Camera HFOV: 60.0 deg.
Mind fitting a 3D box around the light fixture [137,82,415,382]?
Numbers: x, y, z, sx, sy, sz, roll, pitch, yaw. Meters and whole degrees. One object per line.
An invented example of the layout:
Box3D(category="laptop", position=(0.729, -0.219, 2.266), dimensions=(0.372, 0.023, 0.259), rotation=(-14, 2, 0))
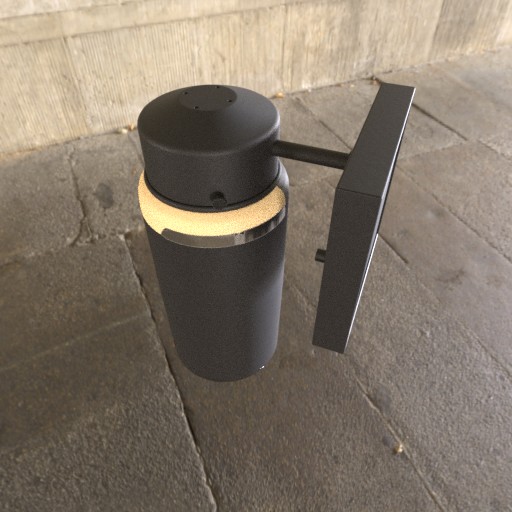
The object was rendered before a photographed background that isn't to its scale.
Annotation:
Box3D(category="light fixture", position=(0.000, 0.000, 0.360), dimensions=(0.176, 0.257, 0.130), rotation=(15, 46, 15))
